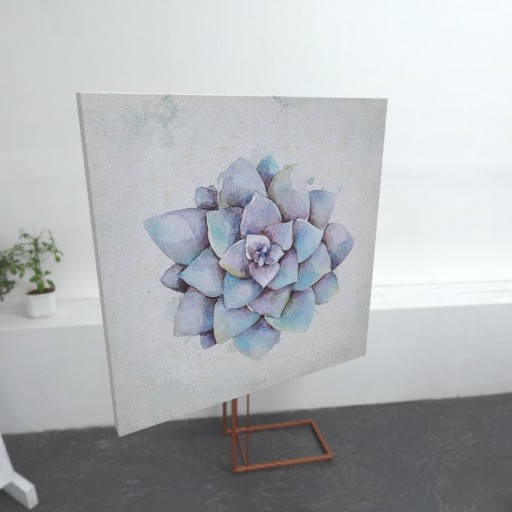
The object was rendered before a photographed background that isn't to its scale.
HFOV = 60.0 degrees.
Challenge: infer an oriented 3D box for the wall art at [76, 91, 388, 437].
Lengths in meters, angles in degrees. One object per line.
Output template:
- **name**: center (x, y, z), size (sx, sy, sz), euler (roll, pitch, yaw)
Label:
- **wall art**: center (0.000, 0.000, 0.899), size (0.612, 0.612, 0.040), euler (-10, 20, -27)
